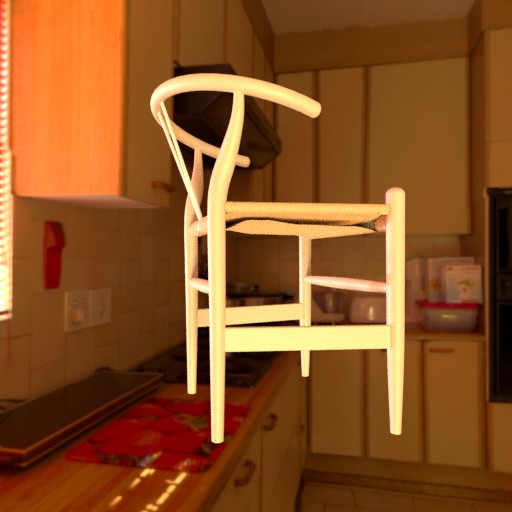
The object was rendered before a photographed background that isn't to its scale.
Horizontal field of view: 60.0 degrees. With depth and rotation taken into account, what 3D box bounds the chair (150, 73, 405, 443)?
[{"bbox_3d":[0.000,0.000,1.078,0.500,0.736,0.533,0,0,-17],"label":"chair"}]
